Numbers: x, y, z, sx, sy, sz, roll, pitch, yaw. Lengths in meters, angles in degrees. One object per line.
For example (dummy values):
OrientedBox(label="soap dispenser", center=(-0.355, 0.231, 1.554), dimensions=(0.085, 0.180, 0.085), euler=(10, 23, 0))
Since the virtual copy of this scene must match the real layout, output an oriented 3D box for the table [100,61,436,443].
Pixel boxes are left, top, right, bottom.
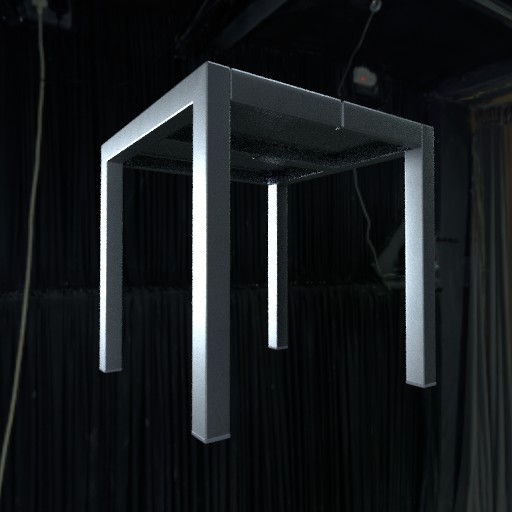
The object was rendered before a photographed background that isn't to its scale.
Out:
OrientedBox(label="table", center=(0.000, 0.000, 0.937), dimensions=(0.508, 0.508, 0.508), euler=(1, -1, -34))
